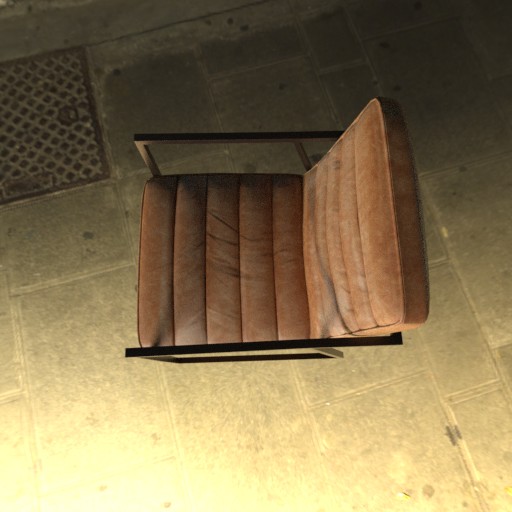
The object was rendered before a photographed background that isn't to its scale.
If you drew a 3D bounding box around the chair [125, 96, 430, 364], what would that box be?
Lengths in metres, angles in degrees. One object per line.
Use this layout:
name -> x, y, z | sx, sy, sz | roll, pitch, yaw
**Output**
chair -> 0.000, 0.000, 1.271 | 0.677, 0.832, 0.571 | -2, 75, 0
